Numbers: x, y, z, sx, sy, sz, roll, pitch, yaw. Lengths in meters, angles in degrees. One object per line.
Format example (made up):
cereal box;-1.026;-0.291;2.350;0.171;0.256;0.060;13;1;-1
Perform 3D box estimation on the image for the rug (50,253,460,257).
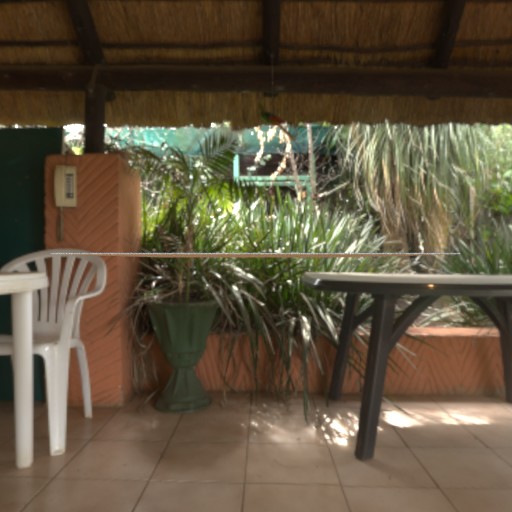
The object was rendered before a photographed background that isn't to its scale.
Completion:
rug;0.000;0.000;4.216;2.443;0.007;3.200;0;-1;0
